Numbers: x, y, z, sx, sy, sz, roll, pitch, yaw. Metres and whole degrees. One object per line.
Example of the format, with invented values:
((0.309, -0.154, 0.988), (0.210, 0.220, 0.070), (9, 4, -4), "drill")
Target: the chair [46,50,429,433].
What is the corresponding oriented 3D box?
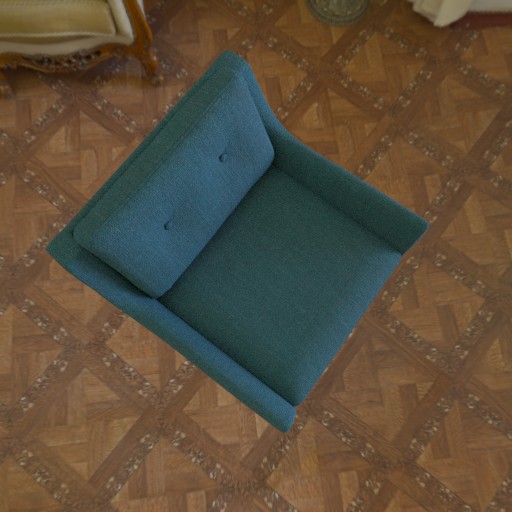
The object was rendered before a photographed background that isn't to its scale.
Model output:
((0.000, 0.000, 1.555), (0.849, 0.828, 0.847), (36, 78, 9), "chair")
